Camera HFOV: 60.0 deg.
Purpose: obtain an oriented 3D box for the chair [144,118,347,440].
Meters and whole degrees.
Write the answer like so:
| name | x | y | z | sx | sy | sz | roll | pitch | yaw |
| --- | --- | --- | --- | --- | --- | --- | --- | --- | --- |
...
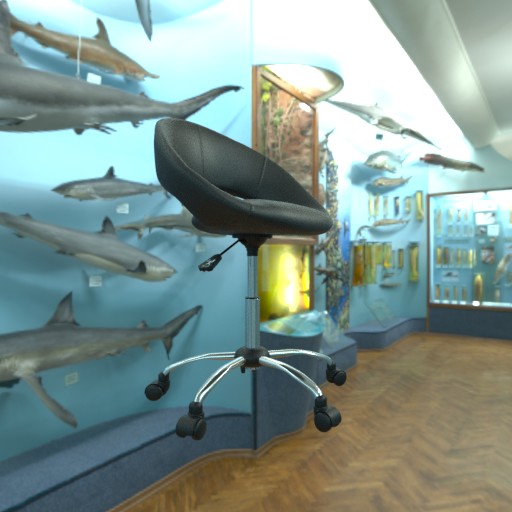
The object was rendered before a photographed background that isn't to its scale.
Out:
| name | x | y | z | sx | sy | sz | roll | pitch | yaw |
| --- | --- | --- | --- | --- | --- | --- | --- | --- | --- |
| chair | 0.000 | 0.000 | 1.202 | 0.538 | 0.791 | 0.612 | 0 | 1 | 35 |
